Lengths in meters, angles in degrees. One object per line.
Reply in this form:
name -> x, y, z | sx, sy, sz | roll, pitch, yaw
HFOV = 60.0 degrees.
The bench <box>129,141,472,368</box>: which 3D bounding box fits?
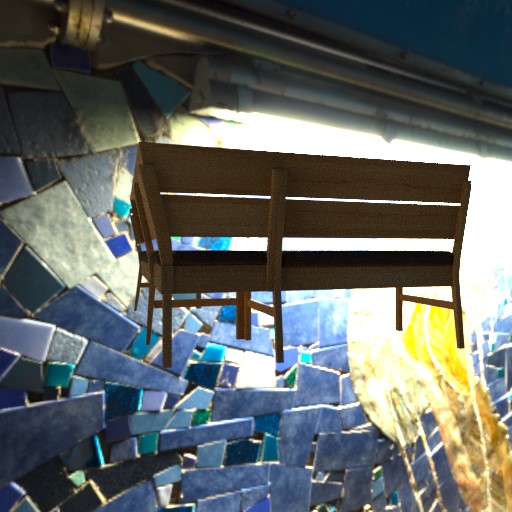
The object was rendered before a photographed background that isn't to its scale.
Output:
bench -> 0.000, 0.000, 2.824 | 1.549, 0.890, 1.975 | 0, 1, -18
